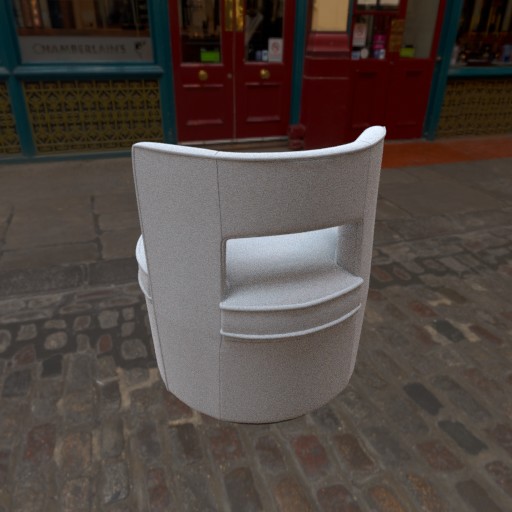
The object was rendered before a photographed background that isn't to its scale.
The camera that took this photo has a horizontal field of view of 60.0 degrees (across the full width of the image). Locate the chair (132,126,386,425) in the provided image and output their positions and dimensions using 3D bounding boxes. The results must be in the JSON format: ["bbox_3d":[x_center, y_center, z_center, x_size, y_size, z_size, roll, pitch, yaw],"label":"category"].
[{"bbox_3d":[0.000,0.000,1.249,0.650,0.723,0.665,-9,28,-17],"label":"chair"}]
